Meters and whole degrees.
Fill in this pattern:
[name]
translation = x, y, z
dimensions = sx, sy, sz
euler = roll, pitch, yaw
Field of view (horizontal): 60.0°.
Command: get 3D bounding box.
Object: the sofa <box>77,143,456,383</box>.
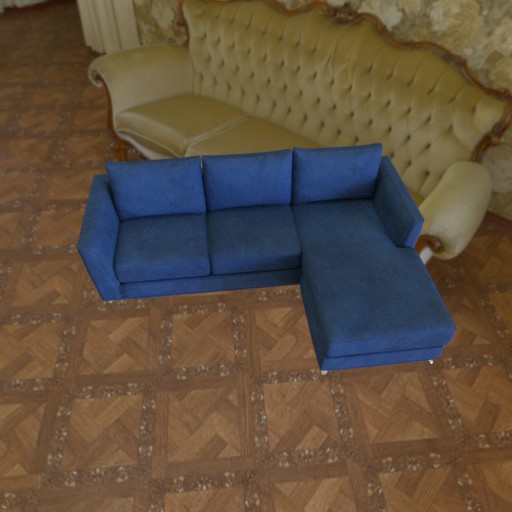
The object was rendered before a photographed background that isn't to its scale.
[sofa]
translation = 0.000, 0.000, 3.268
dimensions = 2.438, 0.987, 1.622
euler = -5, 46, -5
